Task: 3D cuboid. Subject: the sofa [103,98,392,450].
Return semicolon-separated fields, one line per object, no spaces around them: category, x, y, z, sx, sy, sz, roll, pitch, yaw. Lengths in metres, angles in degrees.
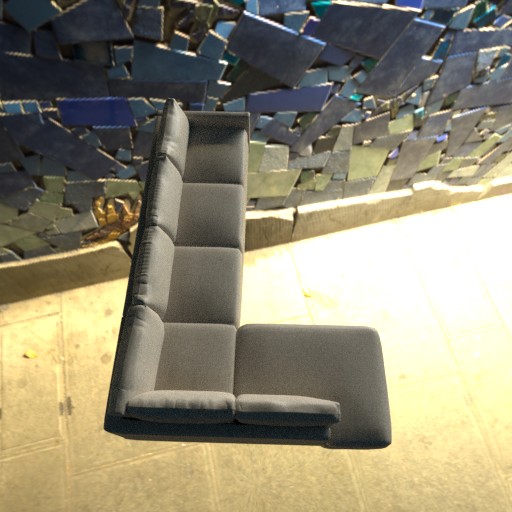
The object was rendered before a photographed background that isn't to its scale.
sofa;0.000;0.000;3.077;1.617;0.703;2.423;1;63;1
